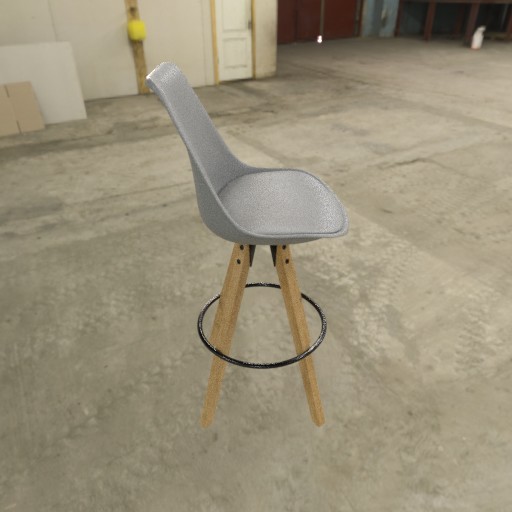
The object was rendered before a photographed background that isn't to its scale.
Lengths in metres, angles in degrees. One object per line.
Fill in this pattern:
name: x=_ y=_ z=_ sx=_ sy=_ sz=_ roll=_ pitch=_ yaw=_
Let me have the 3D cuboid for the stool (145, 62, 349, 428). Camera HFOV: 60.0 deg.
stool: x=0.000 y=0.000 z=1.418 sx=0.550 sy=1.115 sz=0.485 roll=0 pitch=32 yaw=-1
